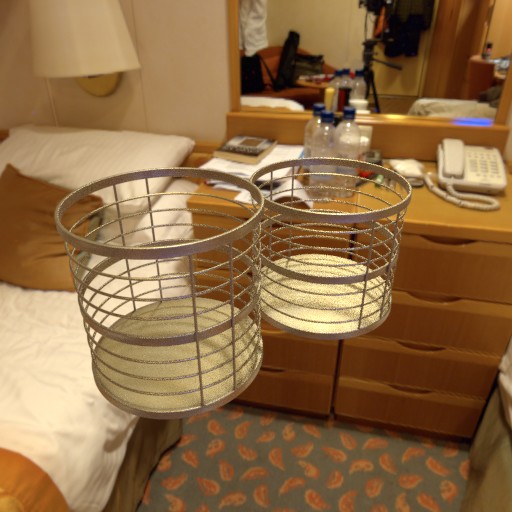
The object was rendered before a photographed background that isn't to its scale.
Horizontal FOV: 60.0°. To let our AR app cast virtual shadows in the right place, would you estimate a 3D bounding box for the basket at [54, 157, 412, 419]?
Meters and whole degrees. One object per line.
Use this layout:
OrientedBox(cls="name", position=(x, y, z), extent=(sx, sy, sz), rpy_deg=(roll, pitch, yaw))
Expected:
OrientedBox(cls="basket", position=(0.000, 0.000, 0.957), extent=(0.746, 0.351, 0.356), rpy_deg=(-18, 34, -29))
